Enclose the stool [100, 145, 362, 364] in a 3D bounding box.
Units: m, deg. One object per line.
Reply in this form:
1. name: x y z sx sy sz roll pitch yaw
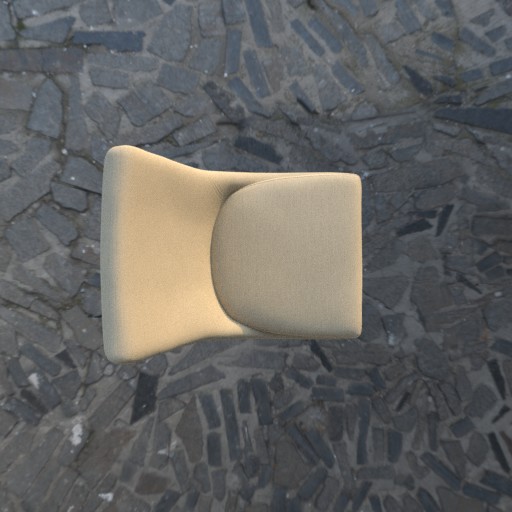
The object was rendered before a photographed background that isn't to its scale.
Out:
1. stool: 0.000 0.000 1.353 0.577 1.078 0.470 0 90 1
